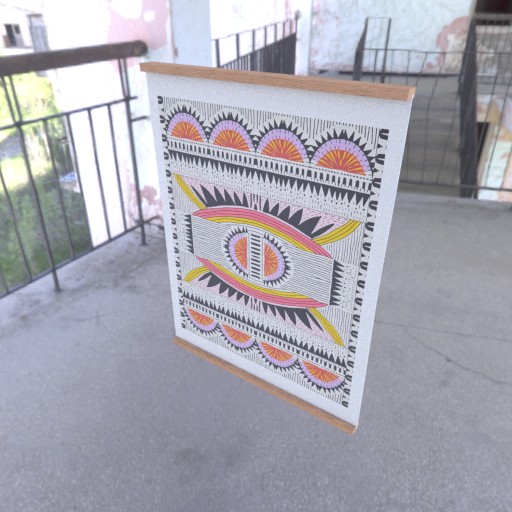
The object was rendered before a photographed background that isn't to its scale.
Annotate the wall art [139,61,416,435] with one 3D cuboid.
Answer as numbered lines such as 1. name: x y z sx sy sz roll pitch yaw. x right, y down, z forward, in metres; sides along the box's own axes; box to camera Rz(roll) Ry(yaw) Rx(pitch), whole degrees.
1. wall art: 0.000 0.000 0.791 0.456 0.609 0.028 19 35 29
